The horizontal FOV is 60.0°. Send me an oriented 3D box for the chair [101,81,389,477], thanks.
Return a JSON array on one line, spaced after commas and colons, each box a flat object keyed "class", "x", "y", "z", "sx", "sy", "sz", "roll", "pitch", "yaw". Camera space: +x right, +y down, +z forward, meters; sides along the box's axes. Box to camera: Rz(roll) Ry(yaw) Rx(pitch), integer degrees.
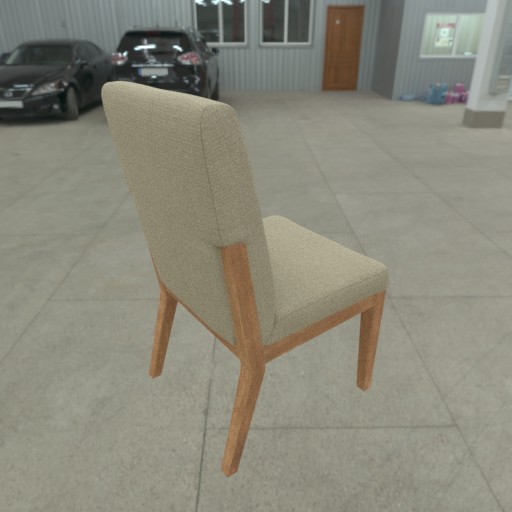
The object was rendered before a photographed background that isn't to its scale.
[{"class": "chair", "x": 0.000, "y": 0.000, "z": 1.231, "sx": 0.586, "sy": 0.911, "sz": 0.507, "roll": -18, "pitch": 32, "yaw": -32}]
